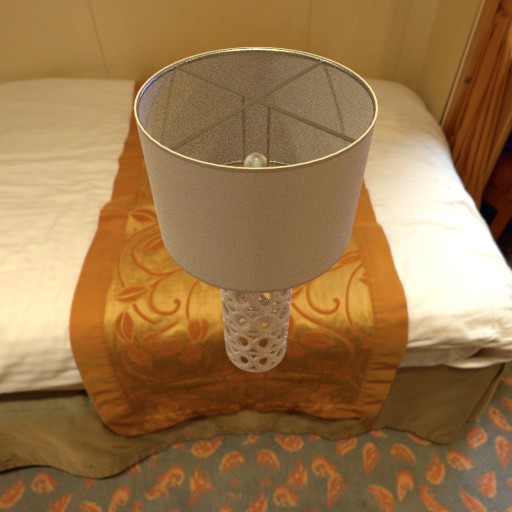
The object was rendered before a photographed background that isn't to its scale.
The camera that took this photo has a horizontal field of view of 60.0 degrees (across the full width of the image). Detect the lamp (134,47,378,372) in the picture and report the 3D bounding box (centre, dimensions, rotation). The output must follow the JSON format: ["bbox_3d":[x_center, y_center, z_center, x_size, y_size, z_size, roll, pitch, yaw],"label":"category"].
[{"bbox_3d":[0.000,0.000,0.834,0.325,0.636,0.324,32,55,26],"label":"lamp"}]
